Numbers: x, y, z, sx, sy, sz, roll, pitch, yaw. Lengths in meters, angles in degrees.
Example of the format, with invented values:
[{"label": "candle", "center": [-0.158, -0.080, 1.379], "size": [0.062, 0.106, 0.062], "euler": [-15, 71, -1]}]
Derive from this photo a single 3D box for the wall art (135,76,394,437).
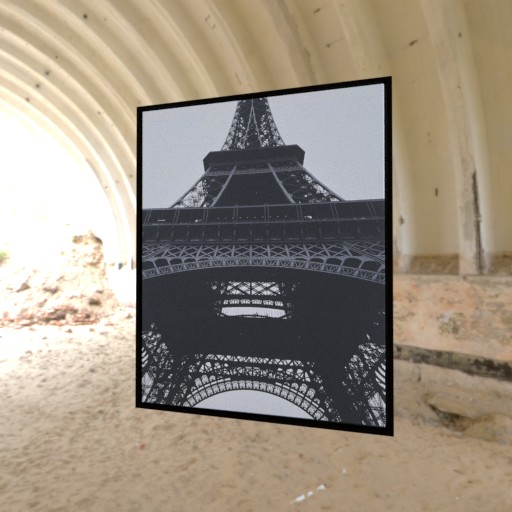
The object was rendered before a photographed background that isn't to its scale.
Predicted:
[{"label": "wall art", "center": [0.000, 0.000, 0.764], "size": [0.451, 0.553, 0.039], "euler": [0, -1, 18]}]
